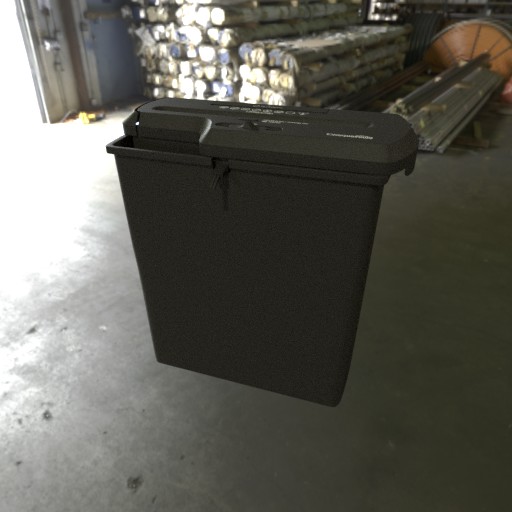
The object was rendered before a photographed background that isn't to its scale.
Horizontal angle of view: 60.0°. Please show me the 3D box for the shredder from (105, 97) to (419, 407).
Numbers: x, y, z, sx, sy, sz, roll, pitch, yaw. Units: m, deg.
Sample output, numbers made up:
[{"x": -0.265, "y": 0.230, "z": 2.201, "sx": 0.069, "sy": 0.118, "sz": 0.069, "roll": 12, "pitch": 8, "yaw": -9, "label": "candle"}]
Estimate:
[{"x": 0.000, "y": 0.000, "z": 0.534, "sx": 0.320, "sy": 0.335, "sz": 0.170, "roll": 10, "pitch": 32, "yaw": 16, "label": "shredder"}]
